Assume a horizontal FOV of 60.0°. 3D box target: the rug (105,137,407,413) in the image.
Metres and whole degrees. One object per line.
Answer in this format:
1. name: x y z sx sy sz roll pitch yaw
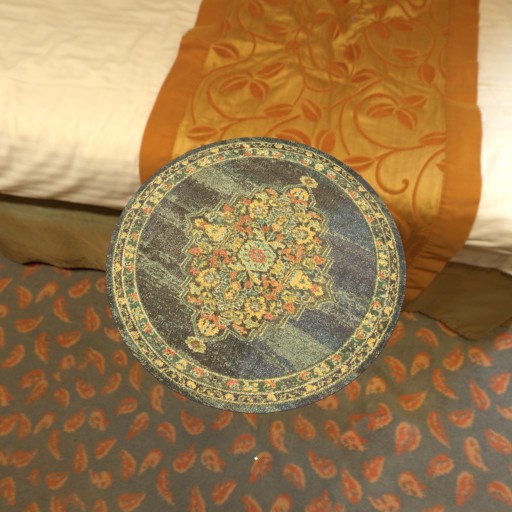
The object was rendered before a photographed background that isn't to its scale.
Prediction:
1. rug: 0.000 0.000 3.546 2.386 0.014 2.386 0 65 0
